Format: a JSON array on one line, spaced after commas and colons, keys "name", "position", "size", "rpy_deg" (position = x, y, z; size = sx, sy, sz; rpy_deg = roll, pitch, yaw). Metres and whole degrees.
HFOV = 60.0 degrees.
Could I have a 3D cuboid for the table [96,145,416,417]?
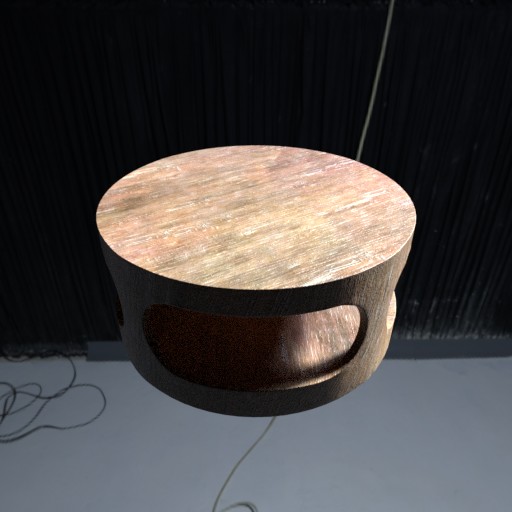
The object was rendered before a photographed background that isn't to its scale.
[{"name": "table", "position": [0.000, 0.000, 1.531], "size": [0.974, 0.450, 0.974], "rpy_deg": [0, 33, 0]}]
